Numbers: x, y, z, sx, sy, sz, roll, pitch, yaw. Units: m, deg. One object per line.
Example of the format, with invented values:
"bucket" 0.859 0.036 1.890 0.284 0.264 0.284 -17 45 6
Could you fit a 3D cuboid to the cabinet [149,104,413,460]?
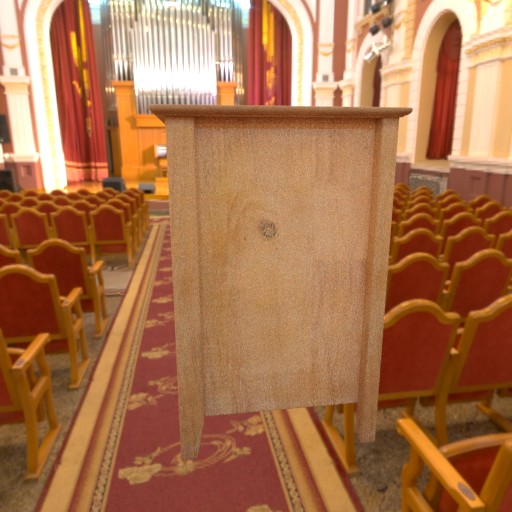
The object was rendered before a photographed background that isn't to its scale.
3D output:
"cabinet" 0.000 0.000 1.273 0.503 0.762 0.763 -2 14 -9
